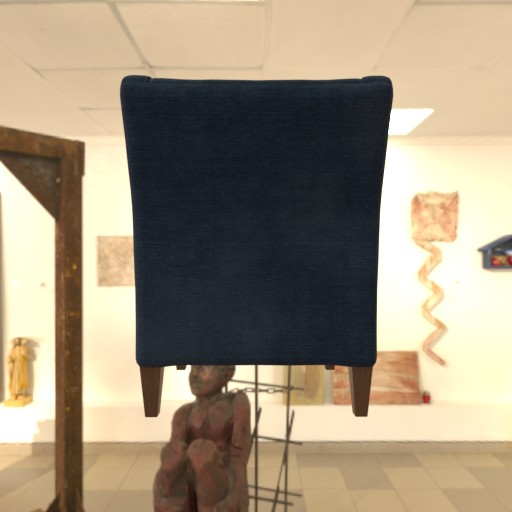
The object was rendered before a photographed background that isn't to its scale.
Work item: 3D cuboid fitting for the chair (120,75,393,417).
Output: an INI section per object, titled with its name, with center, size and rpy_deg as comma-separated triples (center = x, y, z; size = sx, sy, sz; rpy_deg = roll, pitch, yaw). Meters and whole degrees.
[chair]
center = 0.000, 0.000, 1.629
size = 0.774, 1.014, 0.870
rpy_deg = 0, 0, 0
